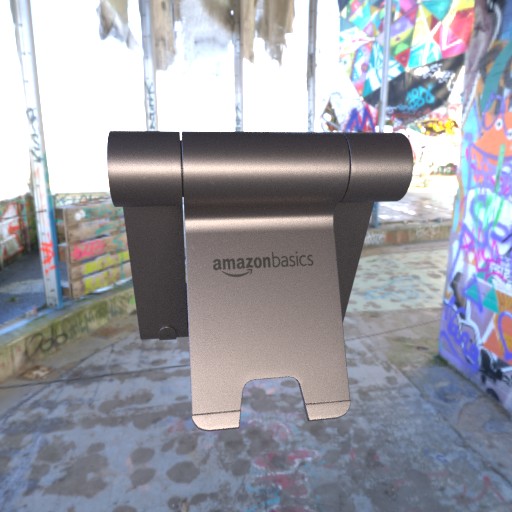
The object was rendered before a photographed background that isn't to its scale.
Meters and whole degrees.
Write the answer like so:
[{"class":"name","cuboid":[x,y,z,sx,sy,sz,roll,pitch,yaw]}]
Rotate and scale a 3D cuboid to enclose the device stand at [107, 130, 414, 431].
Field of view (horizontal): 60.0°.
[{"class":"device stand","cuboid":[0.000,0.000,0.157,0.088,0.084,0.079,-2,14,-9]}]
